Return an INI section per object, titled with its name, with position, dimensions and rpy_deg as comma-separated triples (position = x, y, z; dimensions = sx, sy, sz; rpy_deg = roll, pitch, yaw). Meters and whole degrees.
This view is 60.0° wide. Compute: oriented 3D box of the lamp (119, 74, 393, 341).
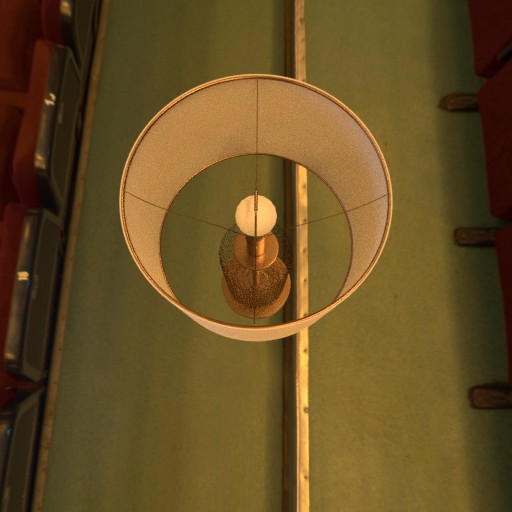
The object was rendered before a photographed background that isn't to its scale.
[lamp]
position = 0.000, 0.000, 0.643
dimensions = 0.252, 0.483, 0.252
rpy_deg = 1, 76, 0
